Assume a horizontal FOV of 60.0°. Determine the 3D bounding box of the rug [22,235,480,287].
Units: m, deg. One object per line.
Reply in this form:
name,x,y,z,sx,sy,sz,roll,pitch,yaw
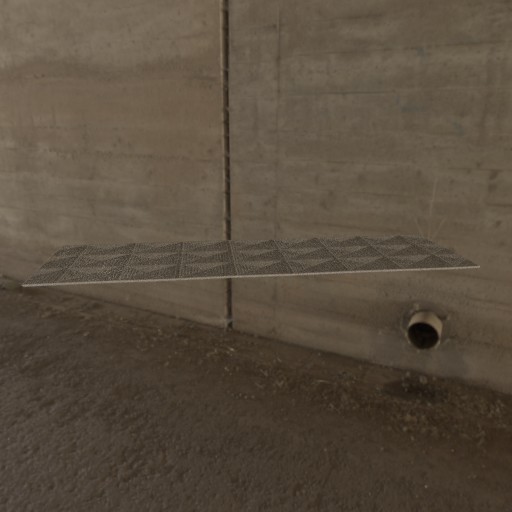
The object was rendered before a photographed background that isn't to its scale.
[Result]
rug,0.000,0.000,2.390,2.182,0.015,0.645,-2,17,-7
